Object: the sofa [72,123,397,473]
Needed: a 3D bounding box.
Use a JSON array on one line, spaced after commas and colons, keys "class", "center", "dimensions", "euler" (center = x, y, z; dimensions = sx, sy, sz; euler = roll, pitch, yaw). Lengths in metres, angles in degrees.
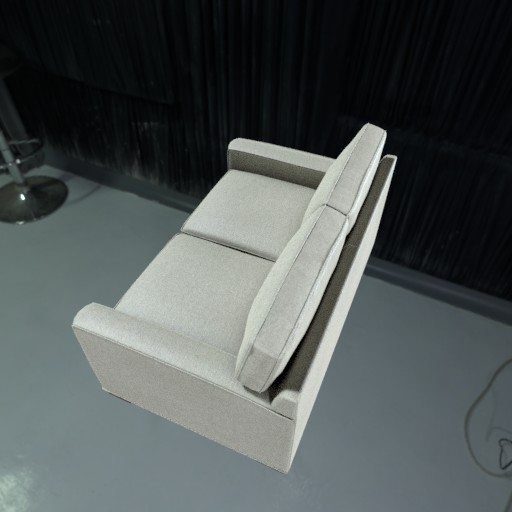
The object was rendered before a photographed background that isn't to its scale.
[{"class": "sofa", "center": [0.000, 0.000, 2.127], "dimensions": [0.940, 0.853, 1.484], "euler": [18, 49, 16]}]
